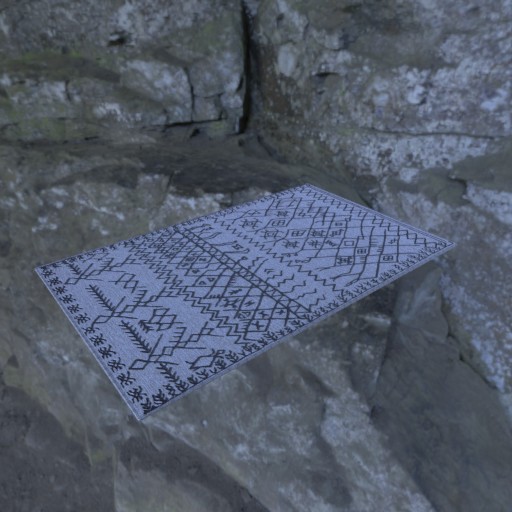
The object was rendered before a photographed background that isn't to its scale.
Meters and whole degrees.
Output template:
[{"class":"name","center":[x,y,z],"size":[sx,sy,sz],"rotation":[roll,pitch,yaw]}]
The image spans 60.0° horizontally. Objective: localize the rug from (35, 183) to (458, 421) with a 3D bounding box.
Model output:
[{"class":"rug","center":[0.000,0.000,3.003],"size":[2.444,0.012,1.526],"rotation":[-22,37,-32]}]
